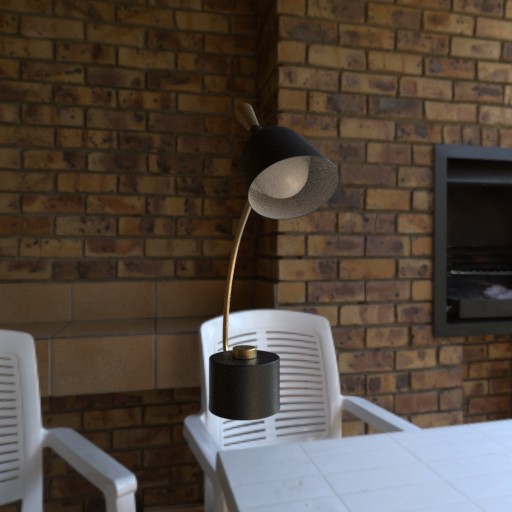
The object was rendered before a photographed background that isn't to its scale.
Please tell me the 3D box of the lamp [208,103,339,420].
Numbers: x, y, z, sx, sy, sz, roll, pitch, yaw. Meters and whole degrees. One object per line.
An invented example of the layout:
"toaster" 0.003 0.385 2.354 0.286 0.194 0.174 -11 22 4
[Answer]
"lamp" 0.000 0.000 0.626 0.110 0.464 0.352 0 0 -19
